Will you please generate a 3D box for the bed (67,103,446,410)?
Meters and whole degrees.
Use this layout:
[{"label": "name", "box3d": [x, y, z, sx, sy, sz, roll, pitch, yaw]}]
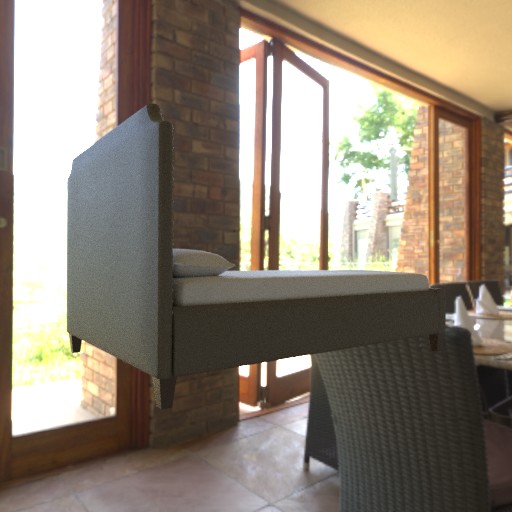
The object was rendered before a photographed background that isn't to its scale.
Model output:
[{"label": "bed", "box3d": [0.000, 0.000, 3.356, 2.372, 1.443, 1.712, 1, -1, -36]}]
